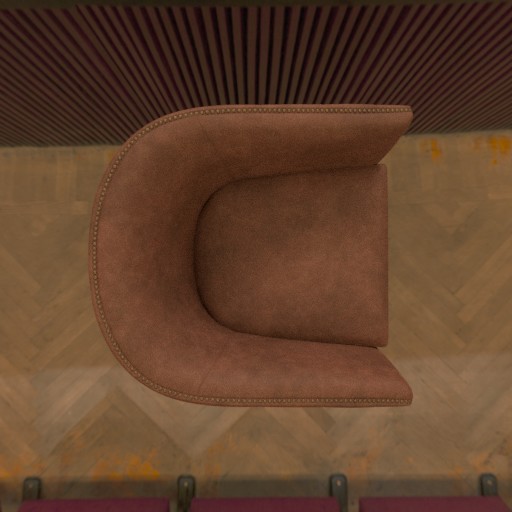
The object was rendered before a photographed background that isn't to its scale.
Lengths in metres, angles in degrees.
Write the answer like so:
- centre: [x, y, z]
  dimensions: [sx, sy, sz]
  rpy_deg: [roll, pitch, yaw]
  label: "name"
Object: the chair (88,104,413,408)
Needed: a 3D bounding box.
- centre: [0.000, 0.000, 1.514]
  dimensions: [0.870, 0.790, 0.850]
  rpy_deg: [0, 90, 0]
  label: "chair"
